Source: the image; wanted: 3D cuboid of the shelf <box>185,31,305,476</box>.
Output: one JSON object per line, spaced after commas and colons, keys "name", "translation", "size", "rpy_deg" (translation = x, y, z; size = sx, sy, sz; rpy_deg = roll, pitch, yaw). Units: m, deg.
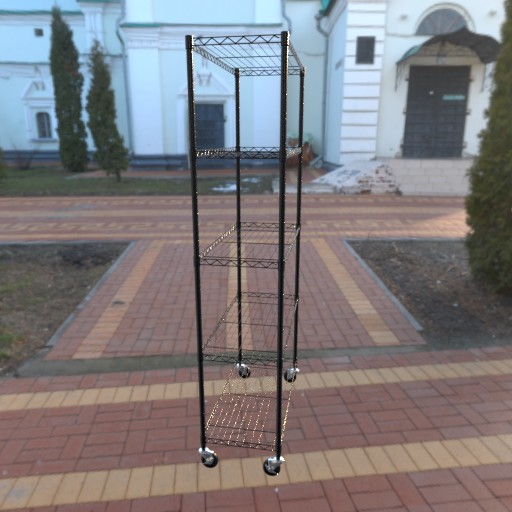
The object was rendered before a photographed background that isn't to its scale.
{"name": "shelf", "translation": [0.000, 0.000, 1.958], "size": [0.356, 1.645, 0.762], "rpy_deg": [3, 15, 10]}
